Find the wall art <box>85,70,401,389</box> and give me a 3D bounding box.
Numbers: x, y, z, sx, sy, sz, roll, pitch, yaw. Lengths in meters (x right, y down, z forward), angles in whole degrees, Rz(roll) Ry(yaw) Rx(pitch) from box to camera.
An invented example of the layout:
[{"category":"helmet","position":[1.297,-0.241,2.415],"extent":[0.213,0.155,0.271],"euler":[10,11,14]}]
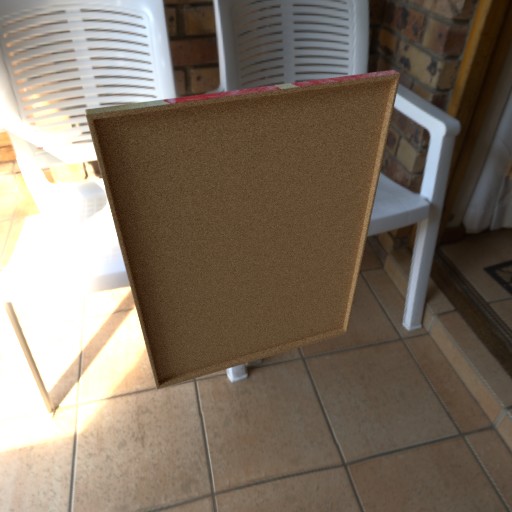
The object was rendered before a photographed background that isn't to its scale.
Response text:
[{"category":"wall art","position":[0.000,0.000,1.357],"extent":[0.762,1.015,0.031],"euler":[-13,42,-15]}]
